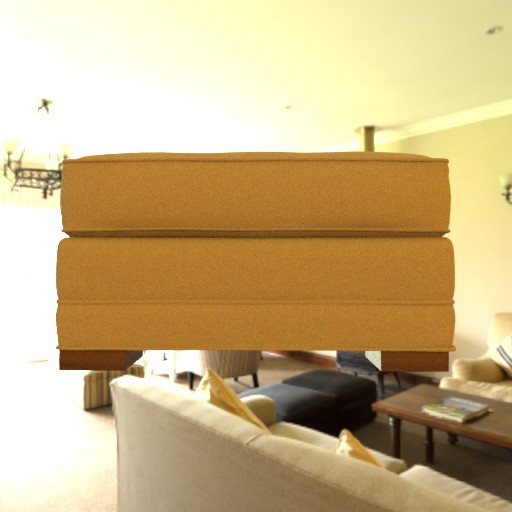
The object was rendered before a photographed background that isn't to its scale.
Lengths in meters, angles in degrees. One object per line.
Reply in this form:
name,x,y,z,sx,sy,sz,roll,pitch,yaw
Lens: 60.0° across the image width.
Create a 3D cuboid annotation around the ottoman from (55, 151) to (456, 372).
ottoman,0.000,0.000,1.199,0.848,0.482,0.611,0,-1,1
